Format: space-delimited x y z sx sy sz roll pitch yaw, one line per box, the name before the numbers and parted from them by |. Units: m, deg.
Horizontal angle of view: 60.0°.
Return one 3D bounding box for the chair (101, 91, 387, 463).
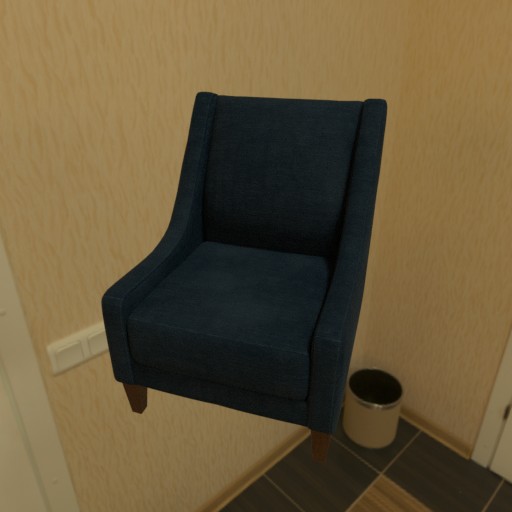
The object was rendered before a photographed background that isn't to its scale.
chair | 0.000 0.000 1.601 0.774 1.014 0.870 8 28 16
